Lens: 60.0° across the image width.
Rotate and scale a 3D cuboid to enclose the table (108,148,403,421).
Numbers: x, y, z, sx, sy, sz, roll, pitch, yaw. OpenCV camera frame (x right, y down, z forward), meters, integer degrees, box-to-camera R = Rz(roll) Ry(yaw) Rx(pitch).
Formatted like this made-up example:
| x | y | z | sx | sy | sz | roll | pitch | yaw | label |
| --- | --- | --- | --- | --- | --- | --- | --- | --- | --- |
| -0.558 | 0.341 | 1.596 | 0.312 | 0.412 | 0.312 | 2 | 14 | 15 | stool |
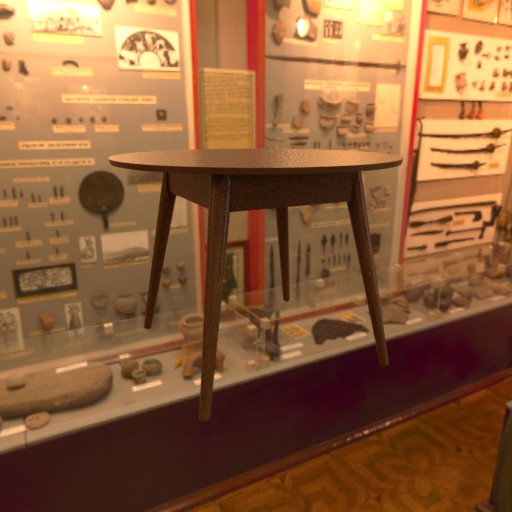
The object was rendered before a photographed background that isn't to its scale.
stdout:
| x | y | z | sx | sy | sz | roll | pitch | yaw | label |
| --- | --- | --- | --- | --- | --- | --- | --- | --- | --- |
| 0.000 | 0.000 | 1.770 | 1.053 | 0.786 | 1.053 | 0 | 16 | 0 | table |
